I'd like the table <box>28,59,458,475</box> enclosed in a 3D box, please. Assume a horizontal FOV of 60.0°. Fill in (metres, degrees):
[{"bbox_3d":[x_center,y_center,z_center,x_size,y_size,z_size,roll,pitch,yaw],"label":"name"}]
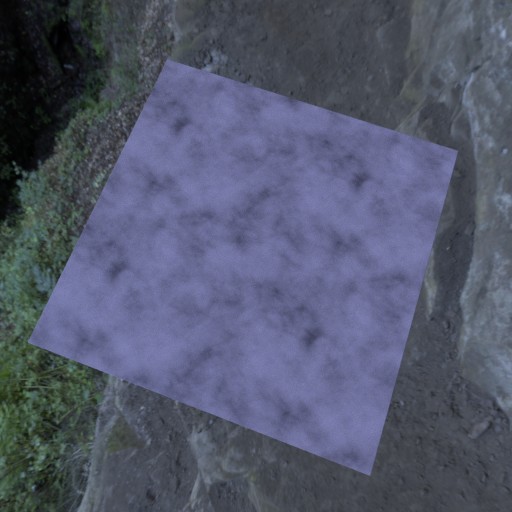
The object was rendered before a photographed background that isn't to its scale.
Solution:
[{"bbox_3d":[0.000,0.000,1.325,0.890,0.305,0.890,19,76,5],"label":"table"}]
